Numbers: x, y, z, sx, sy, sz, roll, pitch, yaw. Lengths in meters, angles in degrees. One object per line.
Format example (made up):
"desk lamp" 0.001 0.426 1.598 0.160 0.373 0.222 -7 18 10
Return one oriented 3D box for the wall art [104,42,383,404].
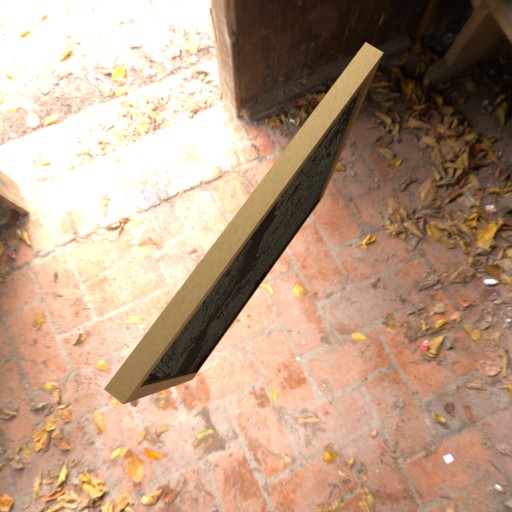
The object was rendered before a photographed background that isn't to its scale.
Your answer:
"wall art" 0.000 0.000 2.848 0.099 1.926 1.926 35 79 7
